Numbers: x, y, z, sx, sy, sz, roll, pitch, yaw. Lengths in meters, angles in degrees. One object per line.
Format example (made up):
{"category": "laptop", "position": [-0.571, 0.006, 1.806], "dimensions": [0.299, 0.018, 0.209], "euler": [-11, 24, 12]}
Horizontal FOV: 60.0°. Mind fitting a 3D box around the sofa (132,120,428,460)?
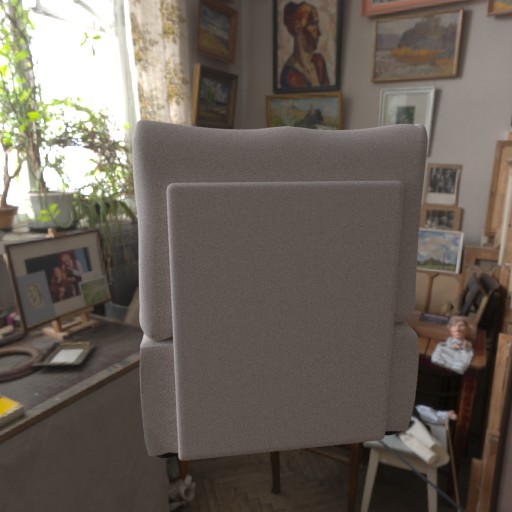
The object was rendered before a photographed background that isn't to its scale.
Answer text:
{"category": "sofa", "position": [0.000, 0.000, 1.503], "dimensions": [0.700, 0.820, 1.000], "euler": [-2, 13, -9]}
